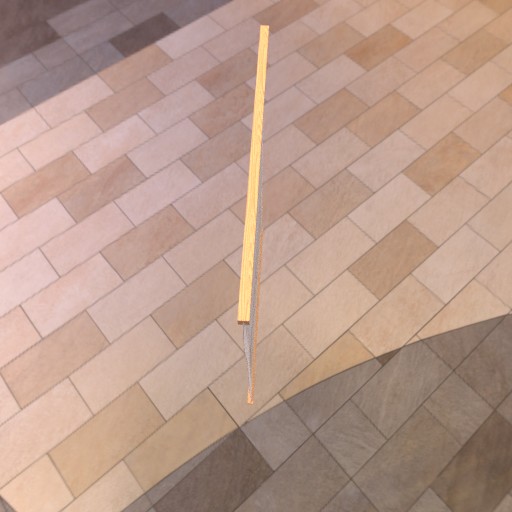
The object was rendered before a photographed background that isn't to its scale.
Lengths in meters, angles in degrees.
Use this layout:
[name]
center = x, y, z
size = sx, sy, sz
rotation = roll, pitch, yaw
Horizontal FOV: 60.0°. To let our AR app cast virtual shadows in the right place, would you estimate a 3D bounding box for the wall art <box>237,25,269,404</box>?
[wall art]
center = 0.000, 0.000, 1.361
size = 0.020, 1.016, 0.739
rotation = 3, 64, 1
